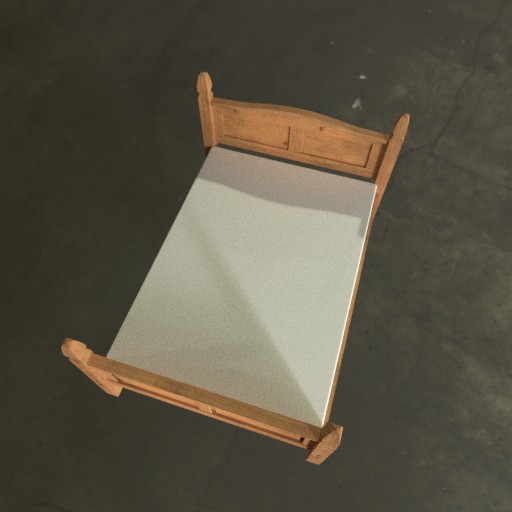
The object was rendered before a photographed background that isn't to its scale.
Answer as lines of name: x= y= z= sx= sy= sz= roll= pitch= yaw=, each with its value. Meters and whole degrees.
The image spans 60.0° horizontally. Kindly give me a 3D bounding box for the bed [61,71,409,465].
bed: x=0.000 y=0.000 z=2.950 sx=1.490 sy=1.100 sz=2.069 roll=15 pitch=60 yaw=9
